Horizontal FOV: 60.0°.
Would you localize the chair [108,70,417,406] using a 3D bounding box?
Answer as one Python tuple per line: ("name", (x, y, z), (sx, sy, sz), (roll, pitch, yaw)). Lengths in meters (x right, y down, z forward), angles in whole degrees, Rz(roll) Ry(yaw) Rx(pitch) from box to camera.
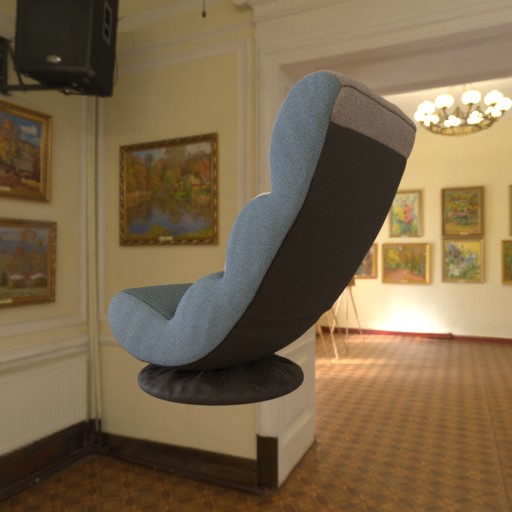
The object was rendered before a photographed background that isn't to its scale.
("chair", (0.000, 0.000, 1.061), (0.661, 0.641, 0.420), (0, 0, 38))
